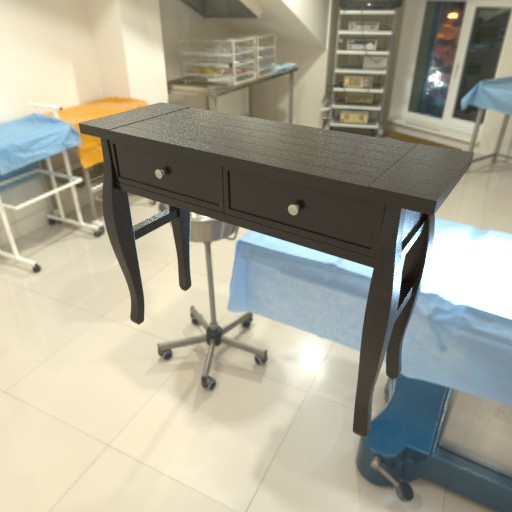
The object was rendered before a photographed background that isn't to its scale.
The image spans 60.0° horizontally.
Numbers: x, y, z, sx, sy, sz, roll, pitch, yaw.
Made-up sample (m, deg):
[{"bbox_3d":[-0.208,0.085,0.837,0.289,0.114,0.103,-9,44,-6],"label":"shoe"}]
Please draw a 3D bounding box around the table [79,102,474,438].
[{"bbox_3d":[0.000,0.000,1.419,1.062,0.768,0.373,19,35,28],"label":"table"}]
